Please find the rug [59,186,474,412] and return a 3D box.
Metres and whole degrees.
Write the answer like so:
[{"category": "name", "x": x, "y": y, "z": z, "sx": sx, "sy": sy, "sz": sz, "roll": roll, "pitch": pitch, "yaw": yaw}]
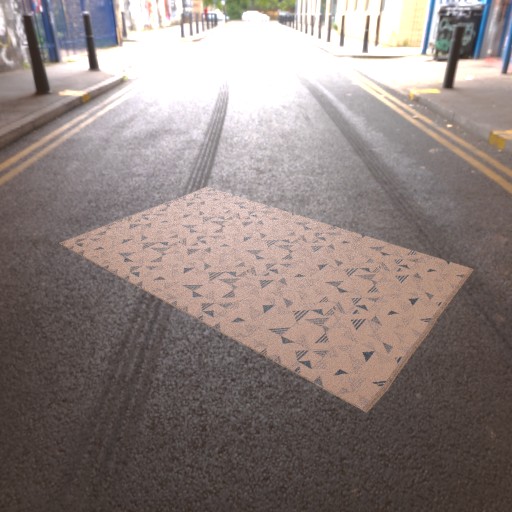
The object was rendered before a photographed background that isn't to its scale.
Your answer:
[{"category": "rug", "x": 0.000, "y": 0.000, "z": 3.047, "sx": 2.457, "sy": 0.009, "sz": 1.512, "roll": 22, "pitch": 36, "yaw": 34}]
